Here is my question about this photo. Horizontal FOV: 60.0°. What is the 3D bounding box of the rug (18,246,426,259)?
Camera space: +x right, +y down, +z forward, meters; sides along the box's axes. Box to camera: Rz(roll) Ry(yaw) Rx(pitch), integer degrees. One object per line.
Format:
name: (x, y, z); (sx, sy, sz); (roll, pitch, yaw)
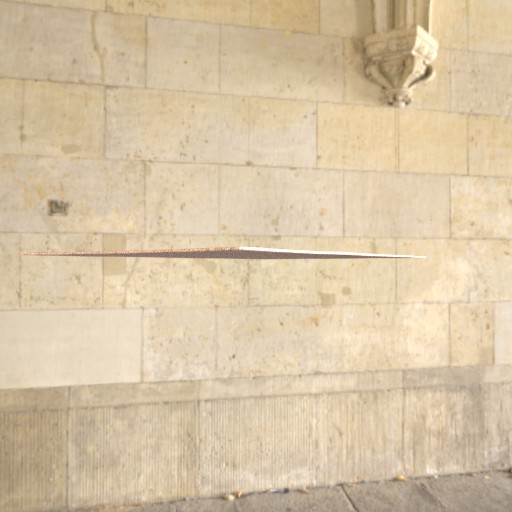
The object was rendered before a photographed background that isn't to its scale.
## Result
rug: (0.000, 0.000, 2.312); (1.225, 0.013, 1.840); (-1, -1, 36)
